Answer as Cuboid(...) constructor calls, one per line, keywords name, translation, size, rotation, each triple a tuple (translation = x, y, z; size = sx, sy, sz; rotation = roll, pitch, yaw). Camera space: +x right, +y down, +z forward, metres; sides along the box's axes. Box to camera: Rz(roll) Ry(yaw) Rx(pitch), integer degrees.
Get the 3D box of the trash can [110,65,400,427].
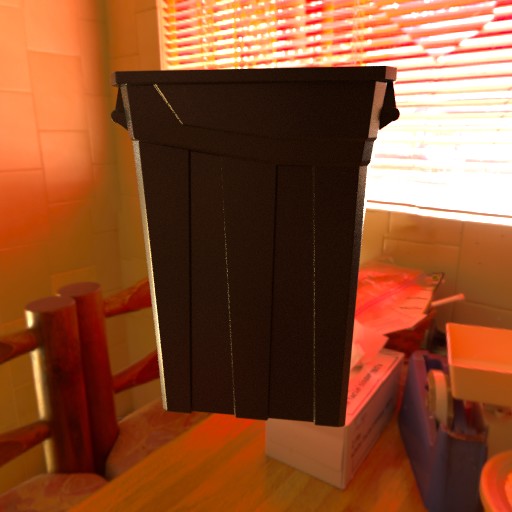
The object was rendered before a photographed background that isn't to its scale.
Cuboid(name="trash can", translation=(0.000, 0.000, 1.016), size=(0.559, 0.762, 0.281), rotation=(2, 15, 8))
